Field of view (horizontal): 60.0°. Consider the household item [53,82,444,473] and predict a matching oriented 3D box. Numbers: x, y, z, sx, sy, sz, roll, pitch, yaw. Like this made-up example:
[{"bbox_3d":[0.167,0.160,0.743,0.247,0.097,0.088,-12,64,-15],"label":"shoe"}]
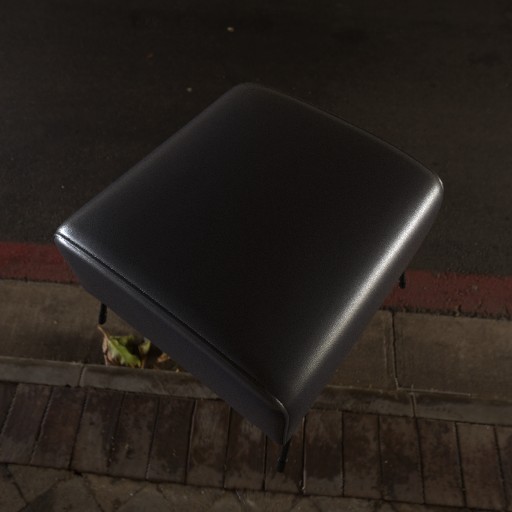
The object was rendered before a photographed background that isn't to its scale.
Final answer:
[{"bbox_3d":[0.000,0.000,0.887,0.530,0.410,0.530,33,63,19],"label":"household item"}]
